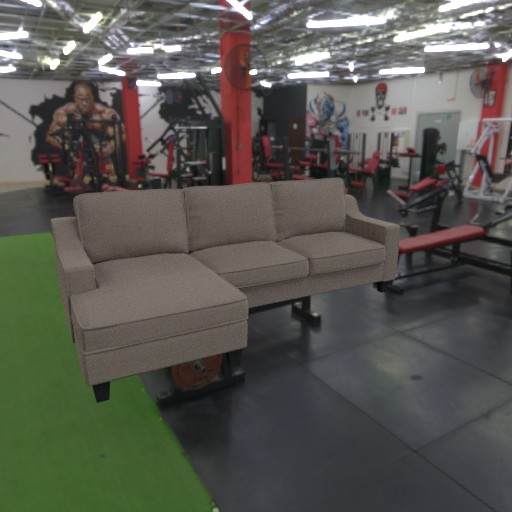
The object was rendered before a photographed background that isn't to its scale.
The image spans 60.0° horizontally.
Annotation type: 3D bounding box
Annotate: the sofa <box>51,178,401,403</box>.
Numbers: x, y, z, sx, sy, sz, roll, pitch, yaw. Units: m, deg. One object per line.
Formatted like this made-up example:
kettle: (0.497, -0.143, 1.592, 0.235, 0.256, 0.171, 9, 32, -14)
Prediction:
sofa: (0.000, 0.000, 3.186, 2.561, 0.928, 1.294, -8, 18, -27)
